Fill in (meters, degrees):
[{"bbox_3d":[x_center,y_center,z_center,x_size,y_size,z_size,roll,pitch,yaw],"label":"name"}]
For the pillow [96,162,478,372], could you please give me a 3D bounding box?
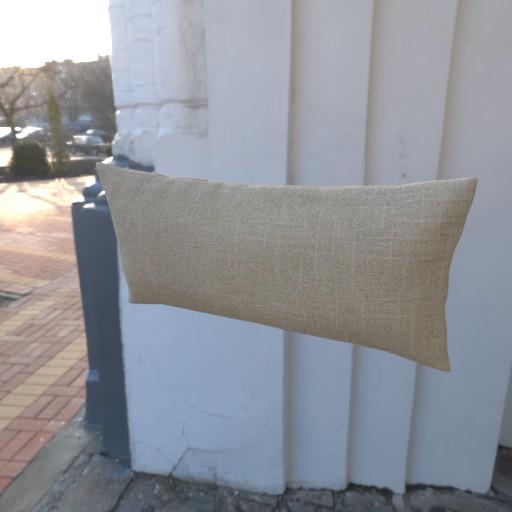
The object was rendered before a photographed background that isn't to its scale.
[{"bbox_3d":[0.000,0.000,0.716,0.612,0.282,0.155,8,17,26],"label":"pillow"}]
